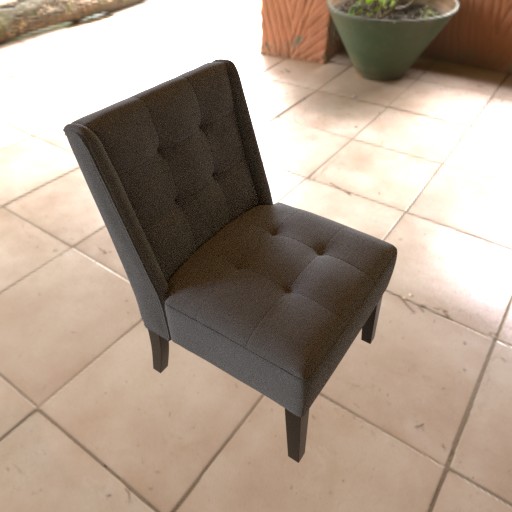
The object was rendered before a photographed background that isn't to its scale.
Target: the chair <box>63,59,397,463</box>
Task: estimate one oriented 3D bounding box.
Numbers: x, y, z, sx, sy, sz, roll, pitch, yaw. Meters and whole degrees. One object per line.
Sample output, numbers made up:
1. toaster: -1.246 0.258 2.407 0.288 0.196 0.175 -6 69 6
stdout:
1. chair: 0.000 0.000 1.273 0.676 0.853 0.569 24 47 25
